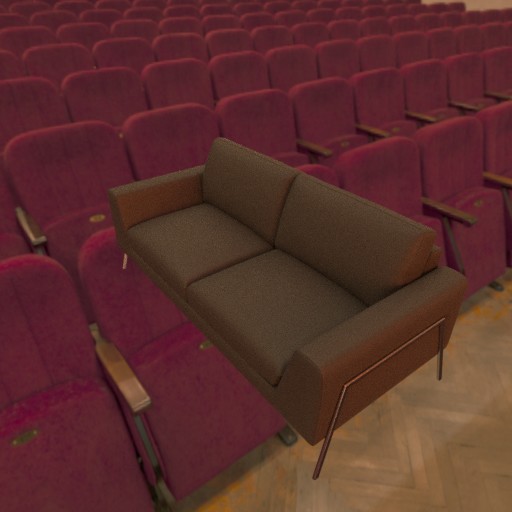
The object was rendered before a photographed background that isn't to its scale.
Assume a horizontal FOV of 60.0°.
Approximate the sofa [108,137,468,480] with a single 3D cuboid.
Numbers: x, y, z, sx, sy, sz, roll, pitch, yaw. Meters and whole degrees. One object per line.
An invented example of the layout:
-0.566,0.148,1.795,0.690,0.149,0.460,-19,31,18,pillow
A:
0.000,0.000,2.545,0.953,0.875,2.017,-22,38,-31,sofa
